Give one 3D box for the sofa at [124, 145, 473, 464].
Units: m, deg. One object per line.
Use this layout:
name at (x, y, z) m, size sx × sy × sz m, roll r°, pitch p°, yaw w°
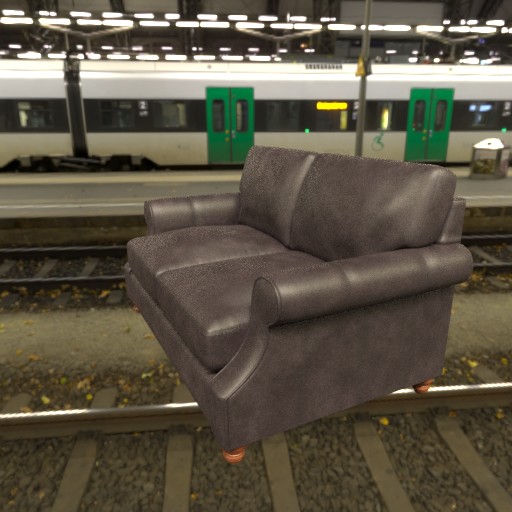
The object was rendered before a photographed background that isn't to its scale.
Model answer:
sofa at (0.000, 0.000, 2.191) m, size 1.030 × 0.979 × 1.663 m, roll -9°, pitch 19°, yaw -26°
